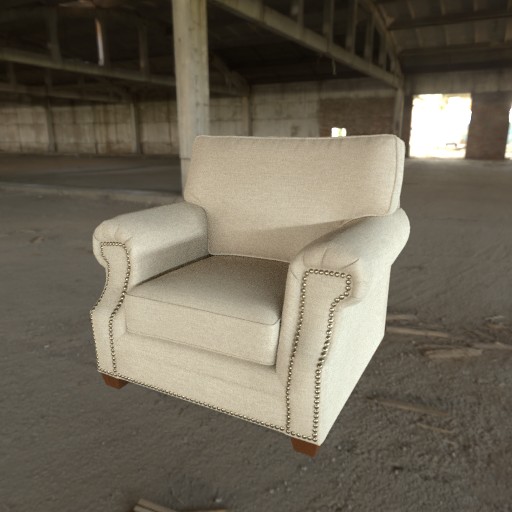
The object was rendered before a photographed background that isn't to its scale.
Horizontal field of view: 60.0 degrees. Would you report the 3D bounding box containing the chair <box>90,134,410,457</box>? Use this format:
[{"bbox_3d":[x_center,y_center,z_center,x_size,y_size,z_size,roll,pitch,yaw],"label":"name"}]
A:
[{"bbox_3d":[0.000,0.000,1.812,1.092,0.961,0.965,8,17,27],"label":"chair"}]
